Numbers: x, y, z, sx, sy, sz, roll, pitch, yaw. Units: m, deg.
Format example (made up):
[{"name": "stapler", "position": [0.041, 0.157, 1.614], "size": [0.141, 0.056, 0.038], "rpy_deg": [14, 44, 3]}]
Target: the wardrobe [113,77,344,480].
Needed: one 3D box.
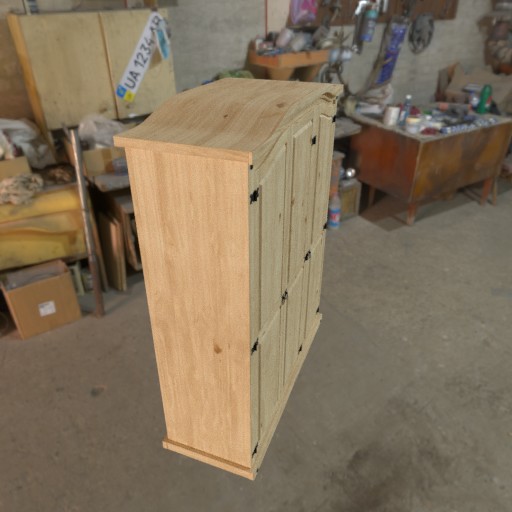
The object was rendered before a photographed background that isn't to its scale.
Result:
[{"name": "wardrobe", "position": [0.000, 0.000, 2.612], "size": [0.570, 1.870, 1.500], "rpy_deg": [11, 32, 18]}]
